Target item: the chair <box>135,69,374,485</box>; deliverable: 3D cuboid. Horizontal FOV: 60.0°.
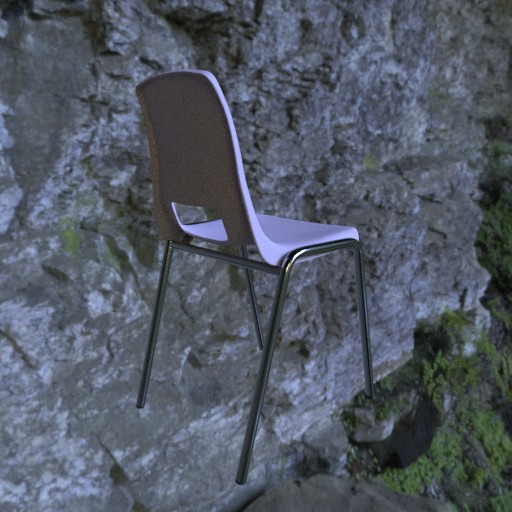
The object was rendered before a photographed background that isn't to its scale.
[{"bbox_3d":[0.000,0.000,0.964,0.381,0.704,0.436,13,19,43],"label":"chair"}]
